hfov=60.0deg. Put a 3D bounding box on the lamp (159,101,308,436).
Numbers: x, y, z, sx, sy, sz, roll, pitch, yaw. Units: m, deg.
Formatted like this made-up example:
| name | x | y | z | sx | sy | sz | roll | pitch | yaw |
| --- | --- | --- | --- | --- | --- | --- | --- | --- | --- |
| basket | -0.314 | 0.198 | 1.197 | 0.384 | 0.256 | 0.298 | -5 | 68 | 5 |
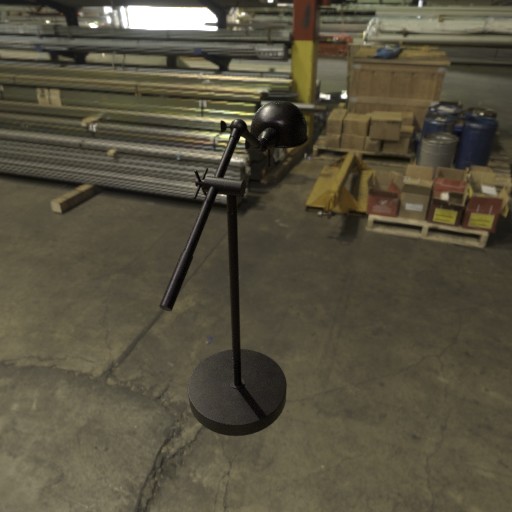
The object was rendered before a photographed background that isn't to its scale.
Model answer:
| name | x | y | z | sx | sy | sz | roll | pitch | yaw |
| --- | --- | --- | --- | --- | --- | --- | --- | --- | --- |
| lamp | 0.000 | 0.000 | 0.809 | 0.185 | 0.495 | 0.567 | 10 | 33 | 16 |
